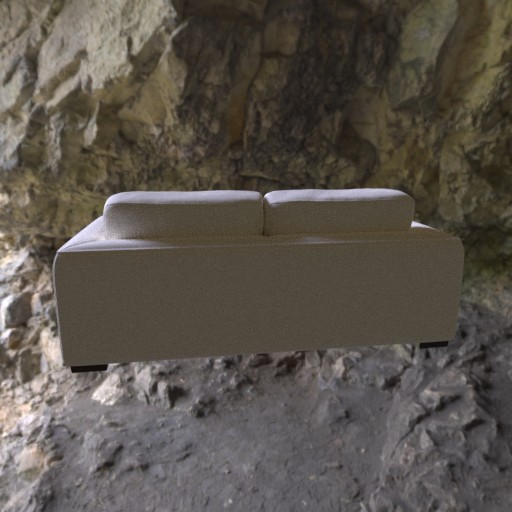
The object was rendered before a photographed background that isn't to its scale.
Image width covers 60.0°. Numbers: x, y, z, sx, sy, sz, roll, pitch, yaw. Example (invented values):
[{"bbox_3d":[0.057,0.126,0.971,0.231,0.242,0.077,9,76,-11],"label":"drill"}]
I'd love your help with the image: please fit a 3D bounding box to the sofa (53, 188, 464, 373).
[{"bbox_3d":[0.000,0.000,2.533,1.920,0.801,1.069,-2,14,-8],"label":"sofa"}]
